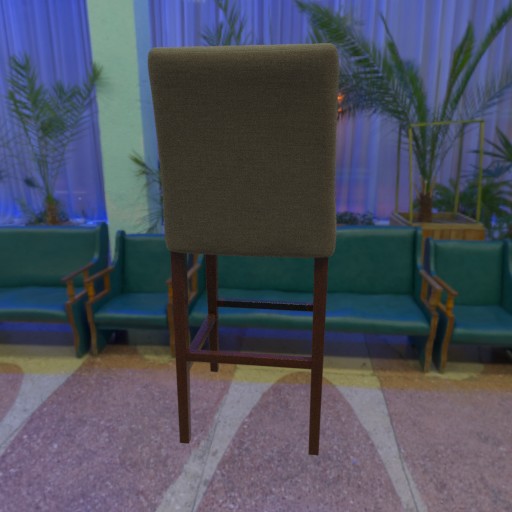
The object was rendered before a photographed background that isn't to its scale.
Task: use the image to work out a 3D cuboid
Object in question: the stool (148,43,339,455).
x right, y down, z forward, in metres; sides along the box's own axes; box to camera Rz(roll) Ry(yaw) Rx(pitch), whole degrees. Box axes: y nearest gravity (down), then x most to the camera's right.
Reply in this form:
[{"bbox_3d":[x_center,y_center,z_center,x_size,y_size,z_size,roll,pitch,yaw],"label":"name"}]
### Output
[{"bbox_3d":[0.000,0.000,1.332,0.470,1.078,0.577,2,16,7],"label":"stool"}]
